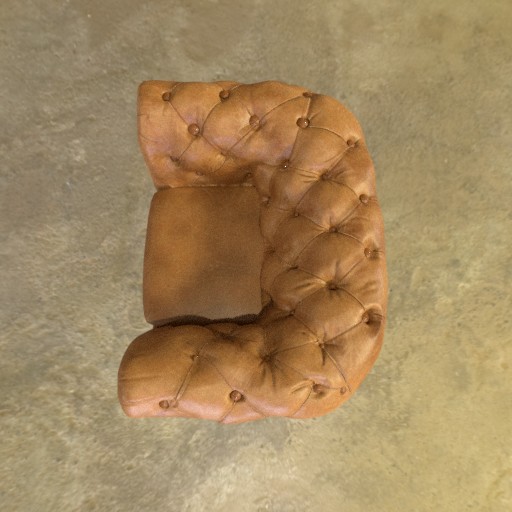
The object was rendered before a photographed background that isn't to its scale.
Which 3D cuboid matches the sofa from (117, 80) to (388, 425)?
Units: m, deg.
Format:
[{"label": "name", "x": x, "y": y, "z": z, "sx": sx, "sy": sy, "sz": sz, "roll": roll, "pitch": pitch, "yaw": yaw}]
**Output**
[{"label": "sofa", "x": 0.000, "y": 0.000, "z": 2.062, "sx": 1.033, "sy": 0.878, "sz": 1.405, "roll": -1, "pitch": 75, "yaw": 0}]
